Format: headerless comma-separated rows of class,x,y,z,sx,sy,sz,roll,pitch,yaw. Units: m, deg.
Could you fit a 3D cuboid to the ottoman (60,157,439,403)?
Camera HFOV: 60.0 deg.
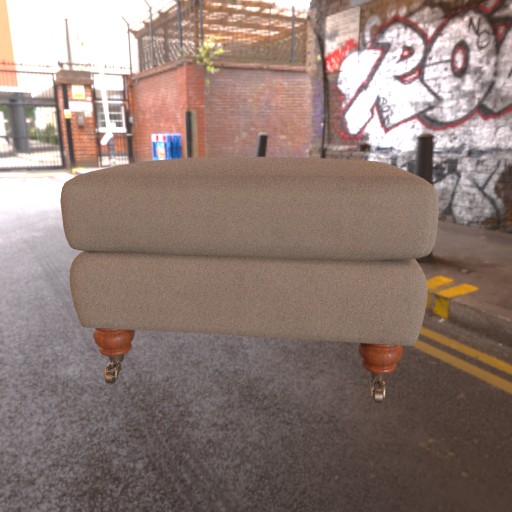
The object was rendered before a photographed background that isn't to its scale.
ottoman,0.000,0.000,1.166,0.773,0.504,0.569,2,15,7
